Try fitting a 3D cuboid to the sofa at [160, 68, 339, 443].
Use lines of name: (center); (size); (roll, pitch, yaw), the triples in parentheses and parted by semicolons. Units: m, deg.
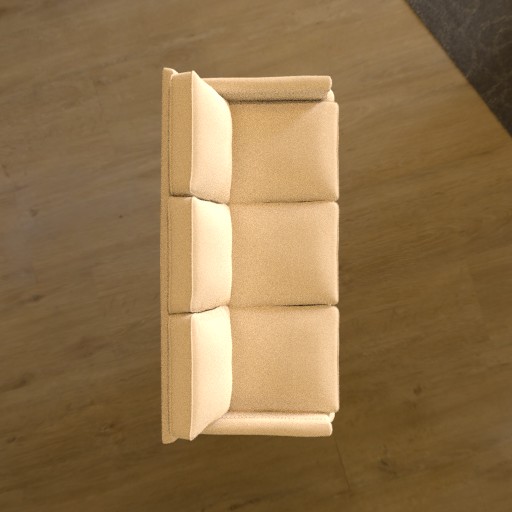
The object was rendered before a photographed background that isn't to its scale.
sofa: (0.000, 0.000, 2.877); (1.084, 1.003, 2.246); (0, 90, 1)
